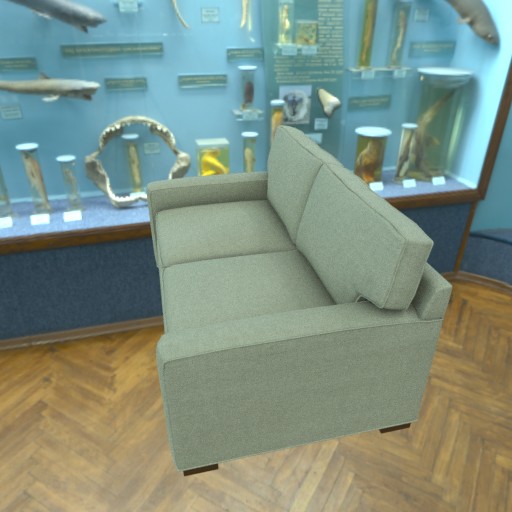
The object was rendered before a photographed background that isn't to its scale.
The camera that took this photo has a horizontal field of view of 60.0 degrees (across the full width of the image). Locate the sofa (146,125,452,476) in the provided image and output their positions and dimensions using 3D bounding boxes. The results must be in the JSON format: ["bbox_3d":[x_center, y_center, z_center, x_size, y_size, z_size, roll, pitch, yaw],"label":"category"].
[{"bbox_3d":[0.000,0.000,2.047,0.940,0.853,1.484,-7,31,-11],"label":"sofa"}]
